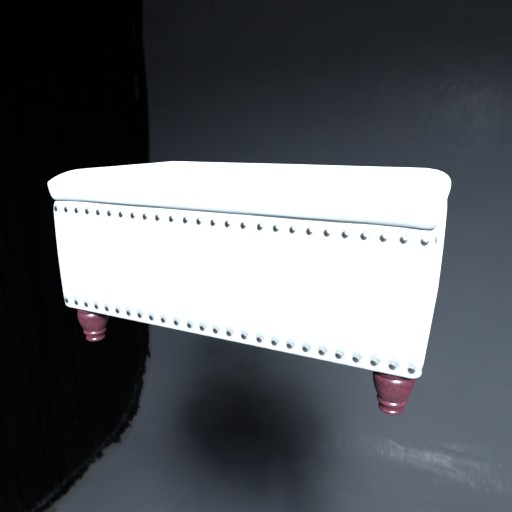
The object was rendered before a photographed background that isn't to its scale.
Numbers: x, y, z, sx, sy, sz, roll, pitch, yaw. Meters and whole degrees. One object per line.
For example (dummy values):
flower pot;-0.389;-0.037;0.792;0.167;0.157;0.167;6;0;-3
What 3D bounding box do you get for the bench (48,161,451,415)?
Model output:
bench;0.000;0.000;1.156;0.887;0.449;0.500;7;16;24
